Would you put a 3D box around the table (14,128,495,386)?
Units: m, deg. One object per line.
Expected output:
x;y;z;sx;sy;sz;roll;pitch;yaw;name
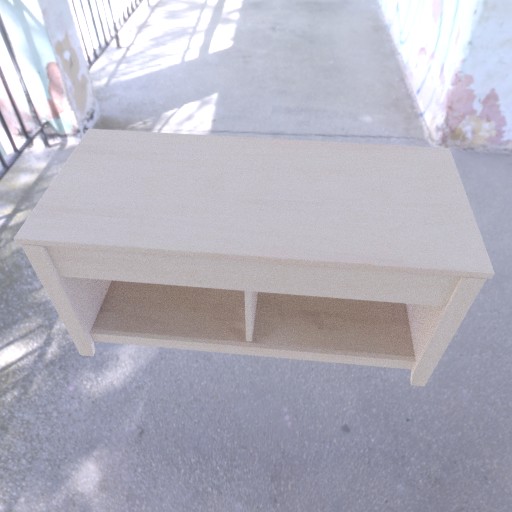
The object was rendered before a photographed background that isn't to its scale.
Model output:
0.000;0.000;1.262;1.016;0.483;0.457;4;47;4;table
